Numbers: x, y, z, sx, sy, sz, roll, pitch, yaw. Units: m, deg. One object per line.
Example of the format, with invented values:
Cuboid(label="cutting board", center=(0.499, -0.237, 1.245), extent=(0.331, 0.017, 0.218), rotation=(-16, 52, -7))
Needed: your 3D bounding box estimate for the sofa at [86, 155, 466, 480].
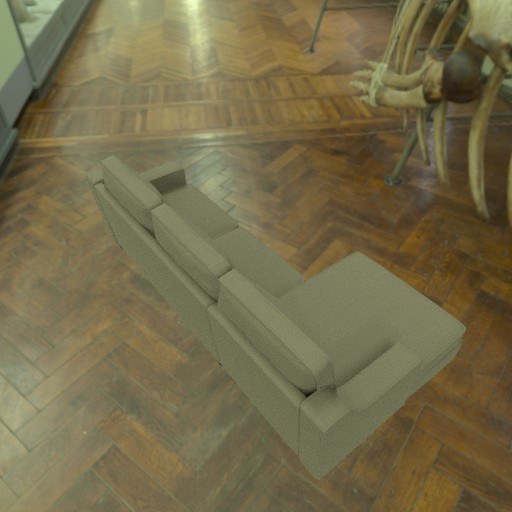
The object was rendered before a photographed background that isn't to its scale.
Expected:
Cuboid(label="sofa", center=(0.000, 0.000, 3.086), extent=(1.294, 0.928, 2.561), rotation=(-28, 50, -27))
